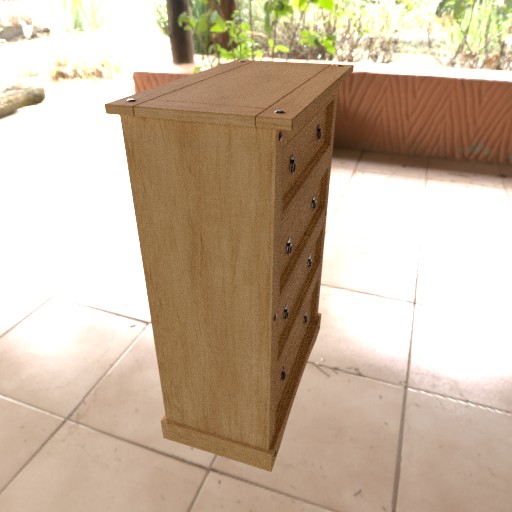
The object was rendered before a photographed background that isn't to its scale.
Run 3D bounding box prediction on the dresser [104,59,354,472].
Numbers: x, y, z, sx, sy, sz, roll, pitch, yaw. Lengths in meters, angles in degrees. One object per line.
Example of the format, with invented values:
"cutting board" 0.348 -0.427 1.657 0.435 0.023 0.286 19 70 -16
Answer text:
"dresser" 0.000 0.000 1.731 0.485 1.300 0.915 10 32 16
